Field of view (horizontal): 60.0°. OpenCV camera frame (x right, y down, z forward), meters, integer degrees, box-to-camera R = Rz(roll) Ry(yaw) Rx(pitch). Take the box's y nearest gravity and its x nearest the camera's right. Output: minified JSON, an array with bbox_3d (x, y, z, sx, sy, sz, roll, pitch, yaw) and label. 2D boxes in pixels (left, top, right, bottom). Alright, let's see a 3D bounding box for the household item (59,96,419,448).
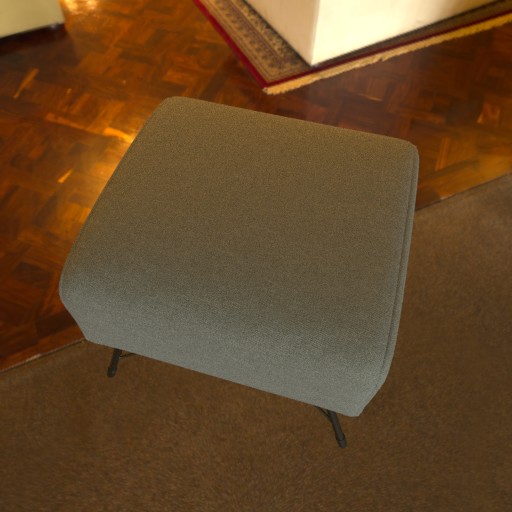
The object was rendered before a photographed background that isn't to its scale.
[{"bbox_3d":[0.000,0.000,0.888,0.530,0.410,0.530,14,59,8],"label":"household item"}]
